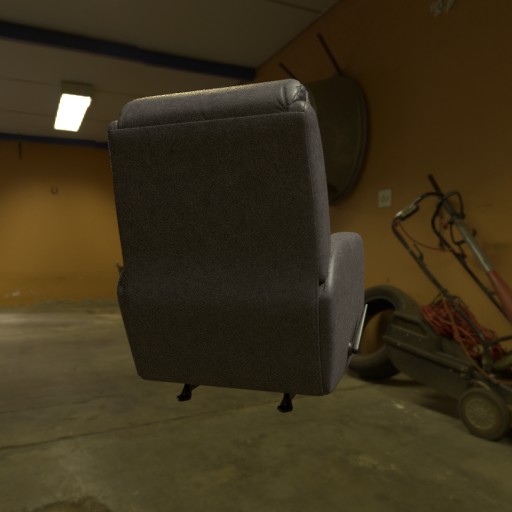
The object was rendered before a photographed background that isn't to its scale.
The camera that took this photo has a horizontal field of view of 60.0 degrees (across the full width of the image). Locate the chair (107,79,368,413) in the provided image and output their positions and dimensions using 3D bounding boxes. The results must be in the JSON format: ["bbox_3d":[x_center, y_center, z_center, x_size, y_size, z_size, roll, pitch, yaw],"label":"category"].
[{"bbox_3d":[0.000,0.000,1.822,0.865,1.067,1.067,0,0,18],"label":"chair"}]
